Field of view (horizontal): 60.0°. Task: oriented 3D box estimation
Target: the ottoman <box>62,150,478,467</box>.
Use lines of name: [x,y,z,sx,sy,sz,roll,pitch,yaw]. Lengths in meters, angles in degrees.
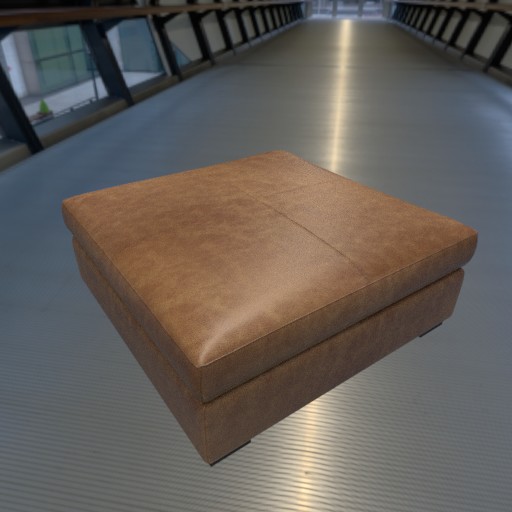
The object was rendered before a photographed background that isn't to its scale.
ottoman: [0.000,0.000,1.794,1.168,0.483,1.169,-20,36,-30]
